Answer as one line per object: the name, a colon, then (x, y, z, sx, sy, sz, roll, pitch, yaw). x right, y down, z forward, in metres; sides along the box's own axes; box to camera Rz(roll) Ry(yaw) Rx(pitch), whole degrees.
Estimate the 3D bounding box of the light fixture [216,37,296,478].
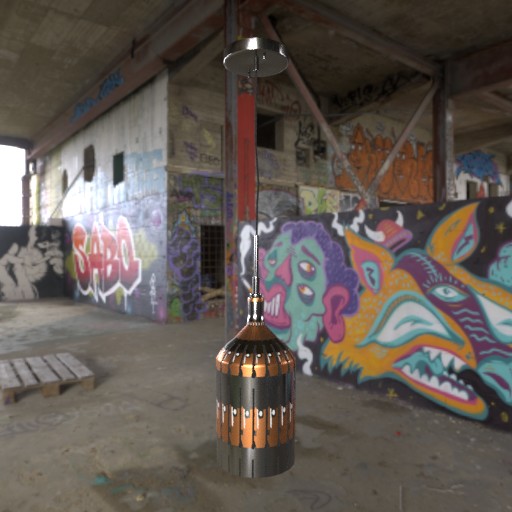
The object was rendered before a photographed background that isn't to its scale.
light fixture: (0.000, 0.000, 1.680, 0.303, 1.535, 0.303, 0, 0, 0)
